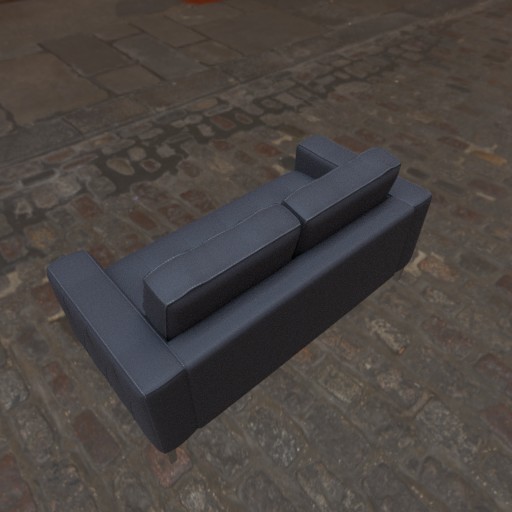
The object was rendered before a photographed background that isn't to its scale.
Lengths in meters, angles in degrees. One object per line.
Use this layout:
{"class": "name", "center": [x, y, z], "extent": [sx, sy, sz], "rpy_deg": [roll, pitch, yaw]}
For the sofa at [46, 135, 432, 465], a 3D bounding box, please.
{"class": "sofa", "center": [0.000, 0.000, 2.191], "extent": [1.726, 0.893, 0.833], "rpy_deg": [-32, 53, -28]}
